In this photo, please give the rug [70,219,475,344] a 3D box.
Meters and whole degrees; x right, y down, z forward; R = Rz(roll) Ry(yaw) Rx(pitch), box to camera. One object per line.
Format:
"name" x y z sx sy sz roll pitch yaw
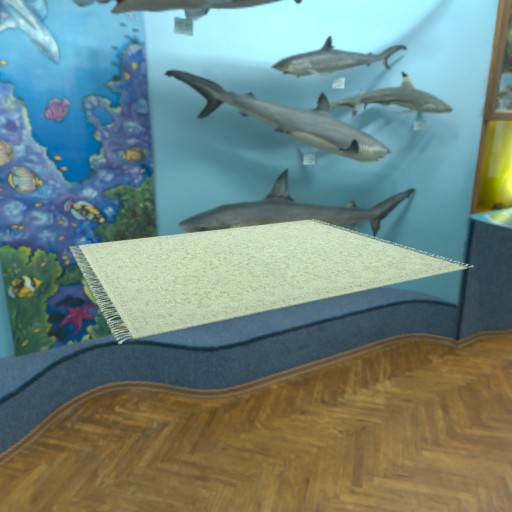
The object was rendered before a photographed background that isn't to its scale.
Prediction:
"rug" 0.000 0.000 4.179 3.043 0.013 2.444 -8 18 -27
